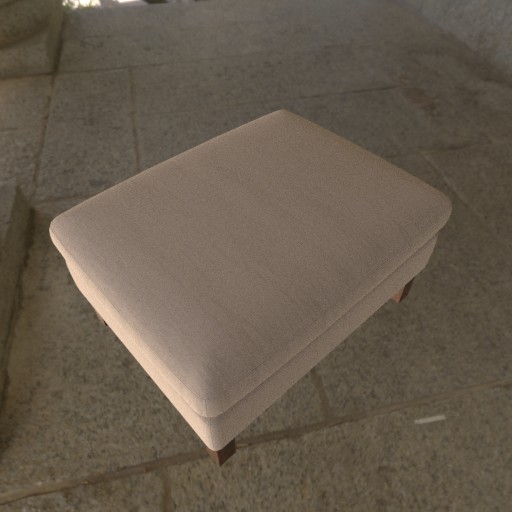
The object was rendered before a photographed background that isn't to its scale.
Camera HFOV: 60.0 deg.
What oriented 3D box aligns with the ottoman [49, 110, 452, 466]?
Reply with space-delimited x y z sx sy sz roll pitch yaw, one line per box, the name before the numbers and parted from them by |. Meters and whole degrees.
ottoman | 0.000 0.000 1.126 0.771 0.420 0.606 -34 55 -27
